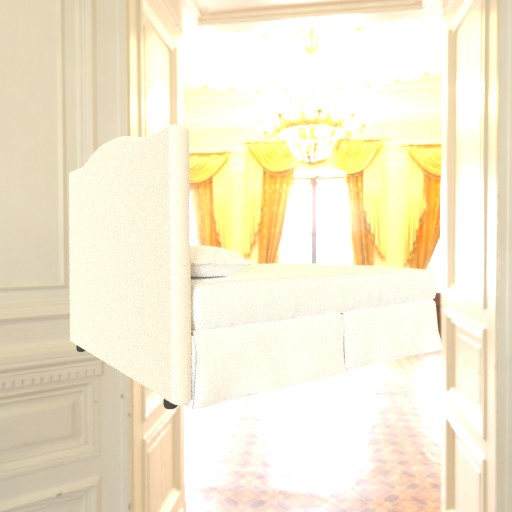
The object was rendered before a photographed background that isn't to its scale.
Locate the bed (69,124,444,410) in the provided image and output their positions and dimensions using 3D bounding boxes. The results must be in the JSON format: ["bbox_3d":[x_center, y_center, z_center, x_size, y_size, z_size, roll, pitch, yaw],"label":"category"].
[{"bbox_3d":[0.000,0.000,3.397,2.282,1.436,1.821,-1,2,-37],"label":"bed"}]
